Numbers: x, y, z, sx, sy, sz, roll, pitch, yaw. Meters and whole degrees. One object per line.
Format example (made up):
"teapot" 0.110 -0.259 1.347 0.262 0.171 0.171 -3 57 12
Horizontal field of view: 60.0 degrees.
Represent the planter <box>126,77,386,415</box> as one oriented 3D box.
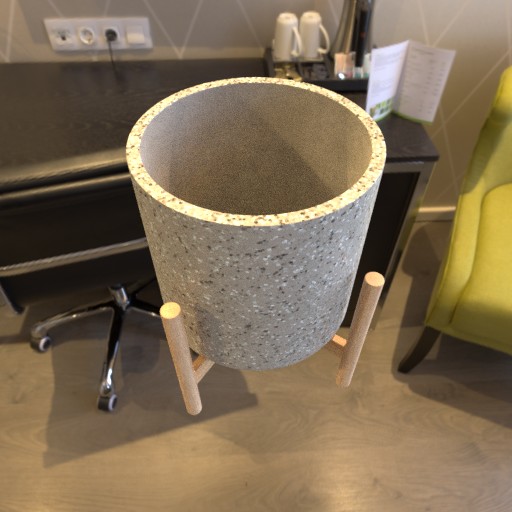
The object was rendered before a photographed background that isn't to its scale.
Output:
"planter" 0.000 0.000 0.680 0.360 0.419 0.360 -26 53 -22
